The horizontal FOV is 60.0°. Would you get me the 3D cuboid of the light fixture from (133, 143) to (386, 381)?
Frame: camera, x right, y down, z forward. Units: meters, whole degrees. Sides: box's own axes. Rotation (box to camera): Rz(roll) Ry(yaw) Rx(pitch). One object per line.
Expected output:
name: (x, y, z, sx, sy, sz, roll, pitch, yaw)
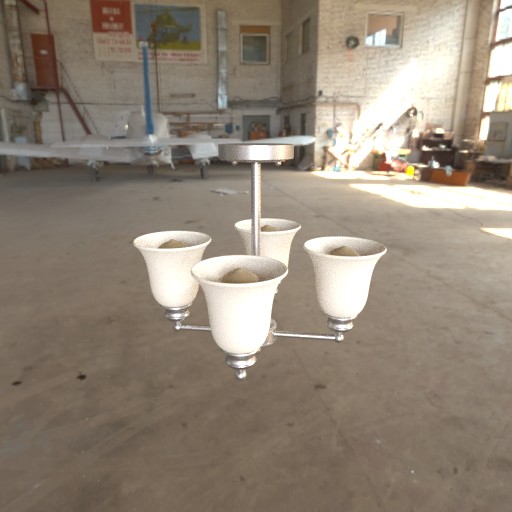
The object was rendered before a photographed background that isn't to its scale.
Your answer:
light fixture: (0.000, 0.000, 0.757, 0.427, 0.370, 0.427, 2, 16, 9)
